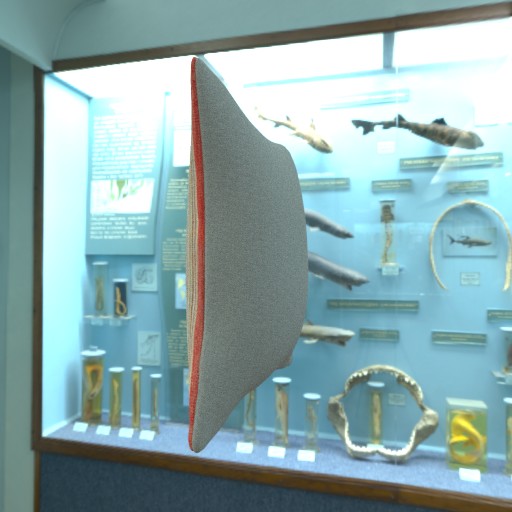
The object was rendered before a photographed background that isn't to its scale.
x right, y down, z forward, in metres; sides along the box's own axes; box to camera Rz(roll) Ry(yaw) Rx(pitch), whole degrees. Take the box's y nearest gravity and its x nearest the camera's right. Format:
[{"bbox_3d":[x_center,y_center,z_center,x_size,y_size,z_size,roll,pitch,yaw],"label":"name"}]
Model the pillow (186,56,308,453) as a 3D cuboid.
[{"bbox_3d":[0.000,0.000,0.664,0.136,0.419,0.437,0,-1,18],"label":"pillow"}]
